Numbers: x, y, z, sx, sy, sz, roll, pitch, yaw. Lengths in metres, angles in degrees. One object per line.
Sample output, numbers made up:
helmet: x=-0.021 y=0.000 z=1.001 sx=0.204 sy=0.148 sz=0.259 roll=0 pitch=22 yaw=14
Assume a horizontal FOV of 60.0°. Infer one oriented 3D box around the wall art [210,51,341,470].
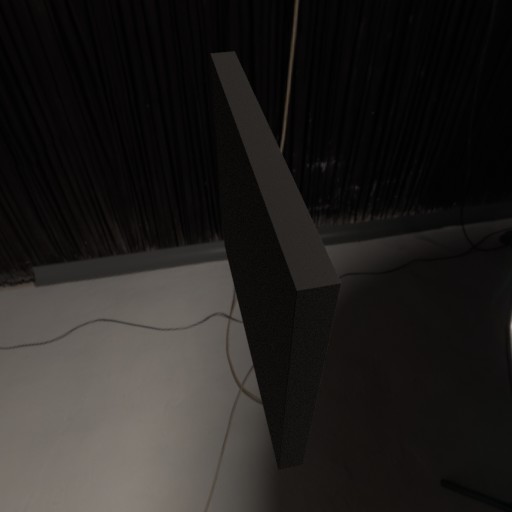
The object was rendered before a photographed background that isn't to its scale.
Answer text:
wall art: x=0.000 y=0.000 z=0.531 sx=0.031 sy=0.330 sz=0.381 roll=-9 pitch=47 yaw=-9
